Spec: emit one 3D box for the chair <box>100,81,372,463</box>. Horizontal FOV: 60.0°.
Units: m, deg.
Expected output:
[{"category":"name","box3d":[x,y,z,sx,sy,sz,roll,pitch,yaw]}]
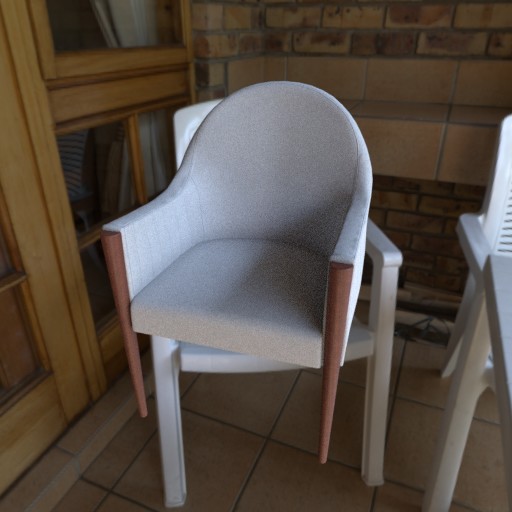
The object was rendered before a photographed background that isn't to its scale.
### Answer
[{"category":"chair","box3d":[0.000,0.000,1.286,0.610,0.889,0.620,8,29,15]}]
